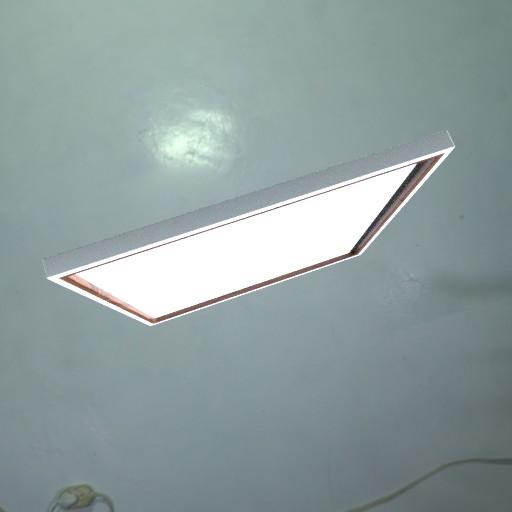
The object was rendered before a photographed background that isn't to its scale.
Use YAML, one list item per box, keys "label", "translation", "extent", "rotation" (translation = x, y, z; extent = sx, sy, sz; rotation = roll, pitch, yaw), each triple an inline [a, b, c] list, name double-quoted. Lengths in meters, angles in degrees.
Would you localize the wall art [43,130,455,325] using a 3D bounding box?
- label: "wall art"
  translation: [0.000, 0.000, 1.528]
  extent: [1.009, 1.009, 0.049]
  rotation: [-18, 76, -5]
